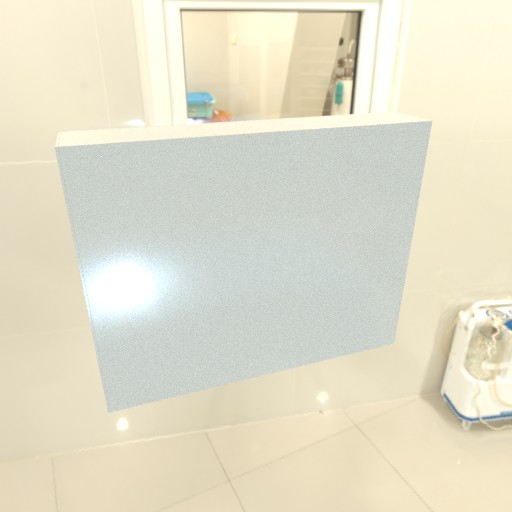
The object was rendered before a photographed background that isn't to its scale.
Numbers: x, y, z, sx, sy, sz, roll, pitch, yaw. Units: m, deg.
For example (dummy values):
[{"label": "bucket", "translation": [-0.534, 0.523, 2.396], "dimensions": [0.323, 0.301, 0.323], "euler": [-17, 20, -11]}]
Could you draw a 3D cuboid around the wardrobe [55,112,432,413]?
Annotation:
[{"label": "wardrobe", "translation": [0.000, 0.000, 4.116], "dimensions": [3.000, 2.360, 0.580], "euler": [-9, 28, -17]}]
